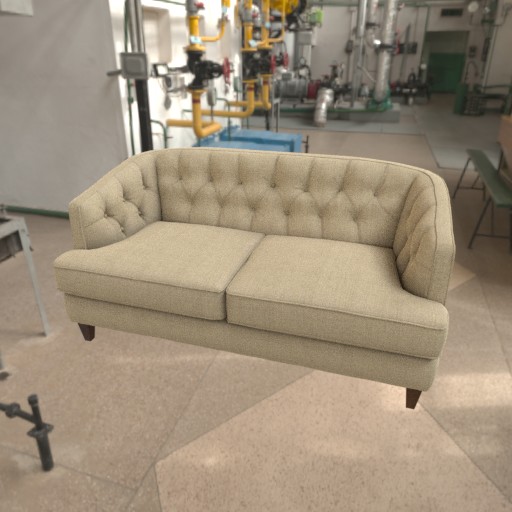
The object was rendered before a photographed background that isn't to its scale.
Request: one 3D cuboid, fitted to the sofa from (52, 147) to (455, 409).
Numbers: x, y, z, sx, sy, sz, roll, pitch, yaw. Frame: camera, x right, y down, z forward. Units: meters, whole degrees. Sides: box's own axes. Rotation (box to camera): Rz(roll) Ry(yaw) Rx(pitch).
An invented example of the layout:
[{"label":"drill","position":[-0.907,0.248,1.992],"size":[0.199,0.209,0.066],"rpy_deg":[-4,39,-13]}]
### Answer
[{"label":"sofa","position":[0.000,0.000,2.202],"size":[1.733,0.855,0.941],"rpy_deg":[8,26,16]}]
